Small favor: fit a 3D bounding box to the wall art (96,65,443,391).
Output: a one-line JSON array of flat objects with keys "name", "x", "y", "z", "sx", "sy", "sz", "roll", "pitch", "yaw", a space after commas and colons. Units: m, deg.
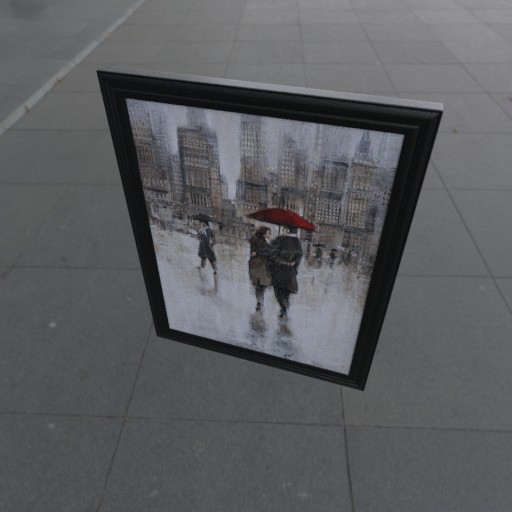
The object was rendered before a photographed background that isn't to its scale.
[{"name": "wall art", "x": 0.000, "y": 0.000, "z": 1.567, "sx": 0.950, "sy": 1.194, "sz": 0.053, "roll": 12, "pitch": 42, "yaw": 13}]
